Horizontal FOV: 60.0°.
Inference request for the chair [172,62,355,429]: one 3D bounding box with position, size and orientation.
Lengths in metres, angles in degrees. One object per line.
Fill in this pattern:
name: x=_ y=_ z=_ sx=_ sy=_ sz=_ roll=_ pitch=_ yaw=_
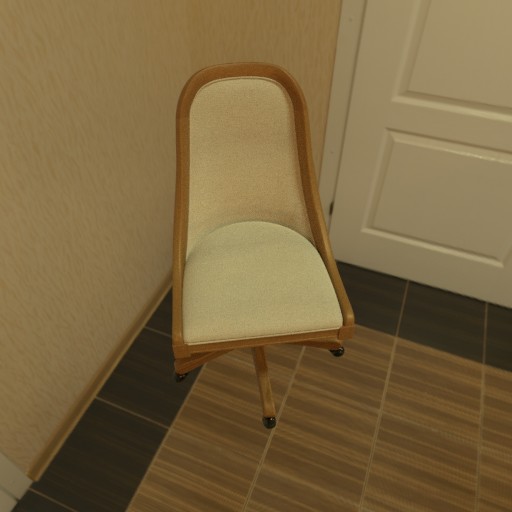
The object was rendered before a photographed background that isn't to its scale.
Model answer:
chair: x=0.000 y=0.000 z=1.530 sx=0.702 sy=1.009 sz=0.811 roll=-5 pitch=47 yaw=-5
